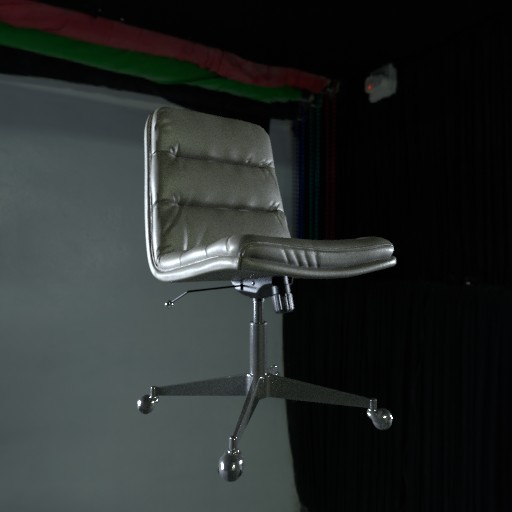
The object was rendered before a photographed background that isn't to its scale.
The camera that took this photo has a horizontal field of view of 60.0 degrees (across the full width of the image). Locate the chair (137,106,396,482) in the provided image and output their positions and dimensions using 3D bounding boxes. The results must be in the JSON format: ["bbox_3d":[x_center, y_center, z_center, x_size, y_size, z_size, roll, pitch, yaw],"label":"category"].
[{"bbox_3d":[0.000,0.000,0.999,0.422,0.738,0.485,0,0,-35],"label":"chair"}]
